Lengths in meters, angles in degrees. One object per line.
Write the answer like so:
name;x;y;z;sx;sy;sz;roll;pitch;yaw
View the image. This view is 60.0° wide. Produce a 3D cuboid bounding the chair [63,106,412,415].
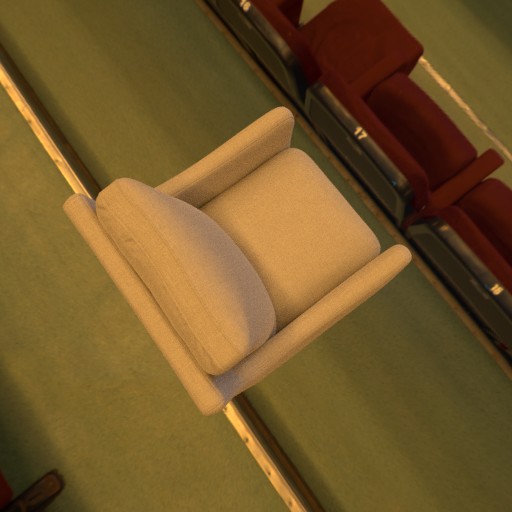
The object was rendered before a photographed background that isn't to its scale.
chair;0.000;0.000;1.393;0.694;0.914;0.626;-36;79;-8
